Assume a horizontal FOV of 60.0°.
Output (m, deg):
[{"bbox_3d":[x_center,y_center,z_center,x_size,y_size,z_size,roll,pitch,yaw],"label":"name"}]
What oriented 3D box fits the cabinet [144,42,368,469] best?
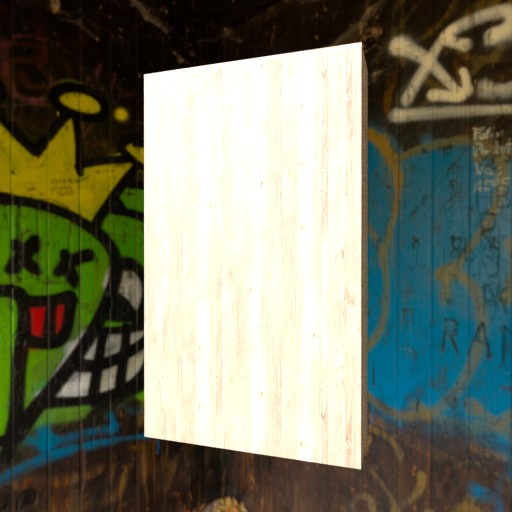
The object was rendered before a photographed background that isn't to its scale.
[{"bbox_3d":[0.000,0.000,1.566,0.750,1.280,0.250,0,0,19],"label":"cabinet"}]
